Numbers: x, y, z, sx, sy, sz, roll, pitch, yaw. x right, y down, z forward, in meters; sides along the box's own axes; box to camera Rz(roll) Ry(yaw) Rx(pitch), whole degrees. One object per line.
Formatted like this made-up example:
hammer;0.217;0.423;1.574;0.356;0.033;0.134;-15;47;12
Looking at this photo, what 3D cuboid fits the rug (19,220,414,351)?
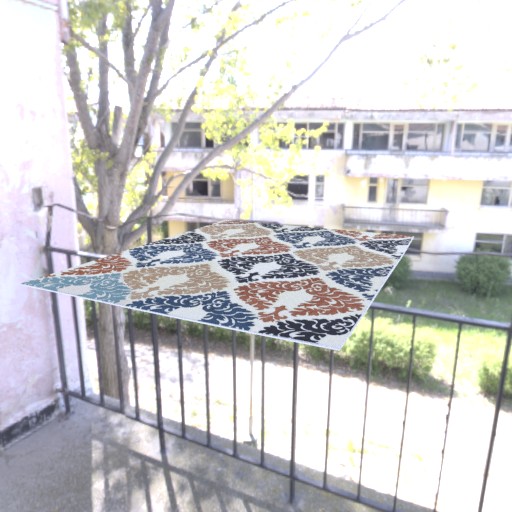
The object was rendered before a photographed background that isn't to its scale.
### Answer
rug;0.000;0.000;4.068;2.423;0.014;3.040;7;16;25
